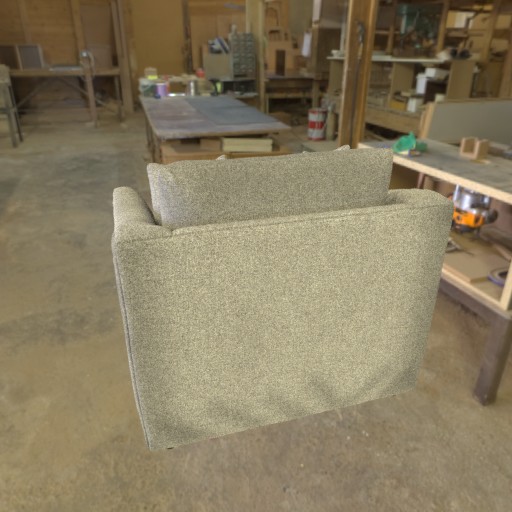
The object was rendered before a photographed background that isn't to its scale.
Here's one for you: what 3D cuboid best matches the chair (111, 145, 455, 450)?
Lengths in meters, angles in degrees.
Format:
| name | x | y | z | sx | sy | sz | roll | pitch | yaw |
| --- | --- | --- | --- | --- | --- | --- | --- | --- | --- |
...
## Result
| name | x | y | z | sx | sy | sz | roll | pitch | yaw |
| --- | --- | --- | --- | --- | --- | --- | --- | --- | --- |
| chair | 0.000 | 0.000 | 2.014 | 1.194 | 1.059 | 1.071 | -8 | 27 | -15 |
